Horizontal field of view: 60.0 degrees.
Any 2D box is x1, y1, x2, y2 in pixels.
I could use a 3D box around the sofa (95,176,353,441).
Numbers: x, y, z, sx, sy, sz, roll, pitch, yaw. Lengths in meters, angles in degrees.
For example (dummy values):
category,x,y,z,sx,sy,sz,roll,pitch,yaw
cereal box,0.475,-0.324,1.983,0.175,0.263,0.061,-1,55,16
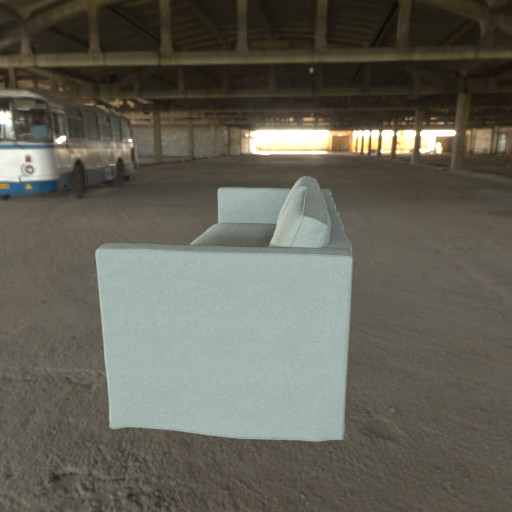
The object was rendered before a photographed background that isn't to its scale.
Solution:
category,x,y,z,sx,sy,sz,roll,pitch,yaw
sofa,0.000,0.000,2.700,0.962,0.853,2.312,2,14,7
